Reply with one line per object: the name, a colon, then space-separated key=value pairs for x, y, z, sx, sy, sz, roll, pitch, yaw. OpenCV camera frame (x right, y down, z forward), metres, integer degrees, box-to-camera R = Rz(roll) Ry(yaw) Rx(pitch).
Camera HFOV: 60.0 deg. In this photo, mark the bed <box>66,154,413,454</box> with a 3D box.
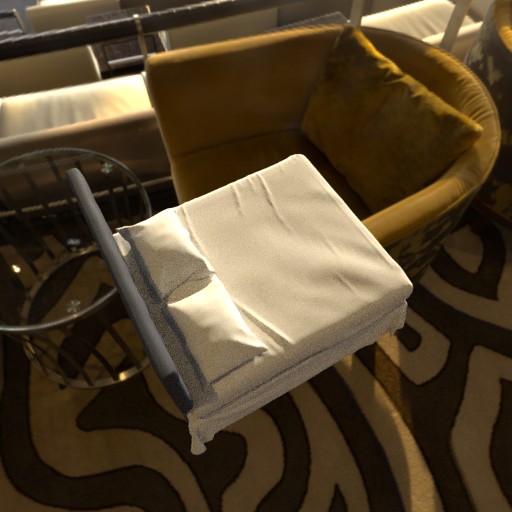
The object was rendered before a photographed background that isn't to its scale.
bed: x=0.000 y=0.000 z=3.547 sx=2.222 sy=1.577 sz=1.936 roll=-26 pitch=62 yaw=-15
